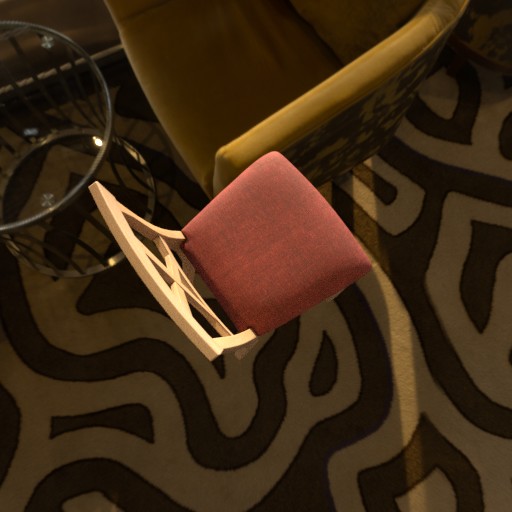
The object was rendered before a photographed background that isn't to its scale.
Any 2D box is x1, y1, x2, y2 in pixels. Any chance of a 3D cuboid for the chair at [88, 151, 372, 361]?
[{"bbox_3d":[0.000,0.000,1.210,0.492,0.912,0.439,-36,78,-9],"label":"chair"}]
